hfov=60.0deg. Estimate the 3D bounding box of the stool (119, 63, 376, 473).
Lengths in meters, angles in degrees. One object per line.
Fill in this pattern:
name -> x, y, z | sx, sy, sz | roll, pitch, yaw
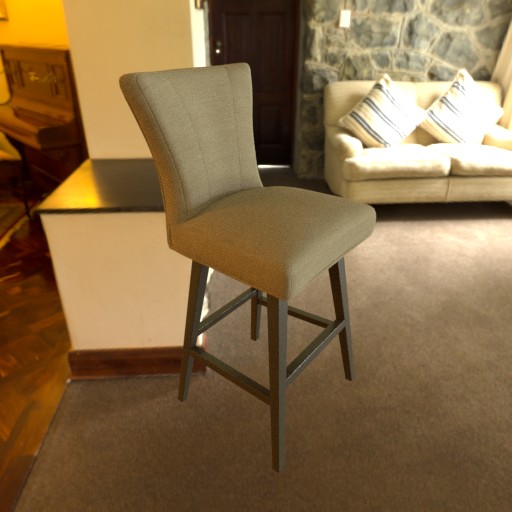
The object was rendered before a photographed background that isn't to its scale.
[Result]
stool -> 0.000, 0.000, 1.406 | 0.574, 1.086, 0.514 | 19, 33, 32
